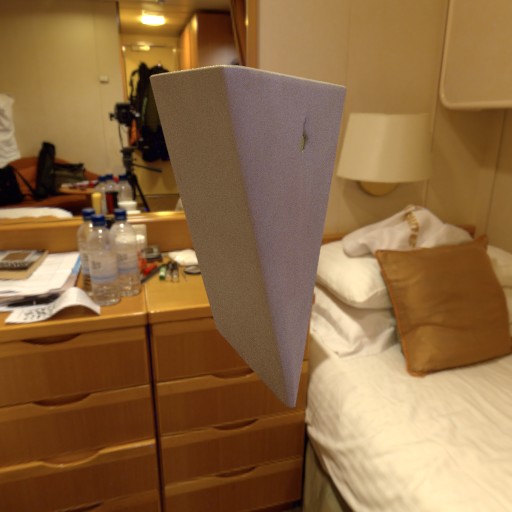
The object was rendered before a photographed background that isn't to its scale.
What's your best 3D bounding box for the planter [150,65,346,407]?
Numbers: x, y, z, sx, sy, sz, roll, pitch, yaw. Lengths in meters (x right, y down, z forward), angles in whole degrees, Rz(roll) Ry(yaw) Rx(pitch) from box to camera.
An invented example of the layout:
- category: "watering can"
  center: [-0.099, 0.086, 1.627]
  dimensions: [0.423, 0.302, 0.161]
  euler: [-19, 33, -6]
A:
- category: "planter"
  center: [0.000, 0.000, 0.268]
  dimensions: [0.060, 0.197, 0.150]
  euler: [9, 20, 26]
